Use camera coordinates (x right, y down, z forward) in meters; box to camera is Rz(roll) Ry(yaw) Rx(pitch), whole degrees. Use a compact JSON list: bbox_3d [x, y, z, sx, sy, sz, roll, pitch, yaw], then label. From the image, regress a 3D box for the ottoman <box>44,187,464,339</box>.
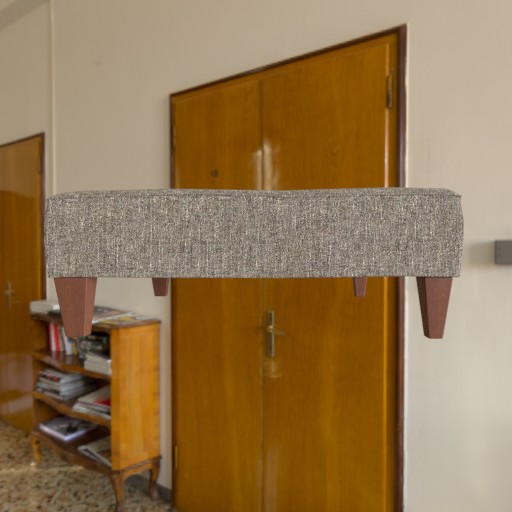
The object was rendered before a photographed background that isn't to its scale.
[{"bbox_3d":[0.000,0.000,1.530,1.016,0.379,0.981,0,1,1],"label":"ottoman"}]
